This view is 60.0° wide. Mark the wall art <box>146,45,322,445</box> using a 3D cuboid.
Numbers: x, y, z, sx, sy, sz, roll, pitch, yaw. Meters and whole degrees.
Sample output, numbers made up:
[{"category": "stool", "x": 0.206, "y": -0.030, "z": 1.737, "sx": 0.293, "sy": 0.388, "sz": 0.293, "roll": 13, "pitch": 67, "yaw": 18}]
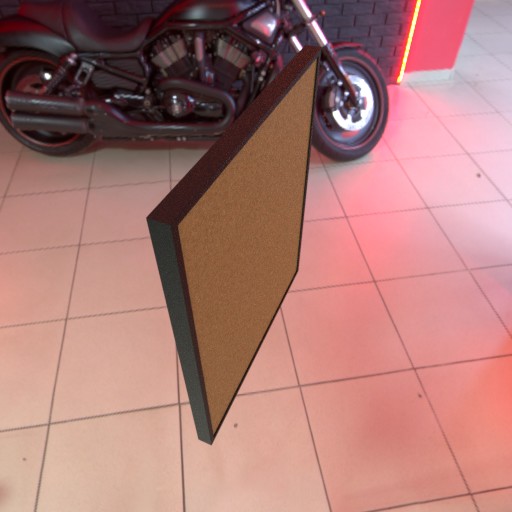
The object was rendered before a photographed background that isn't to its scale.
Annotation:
[{"category": "wall art", "x": 0.000, "y": 0.000, "z": 0.541, "sx": 0.019, "sy": 0.381, "sz": 0.330, "roll": 17, "pitch": 49, "yaw": 16}]
